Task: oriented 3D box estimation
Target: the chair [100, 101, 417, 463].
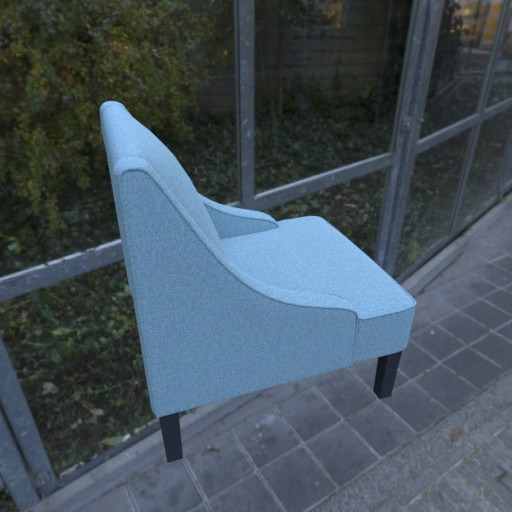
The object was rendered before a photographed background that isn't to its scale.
[{"bbox_3d":[0.000,0.000,1.818,1.025,1.133,0.857,-10,31,-17],"label":"chair"}]
